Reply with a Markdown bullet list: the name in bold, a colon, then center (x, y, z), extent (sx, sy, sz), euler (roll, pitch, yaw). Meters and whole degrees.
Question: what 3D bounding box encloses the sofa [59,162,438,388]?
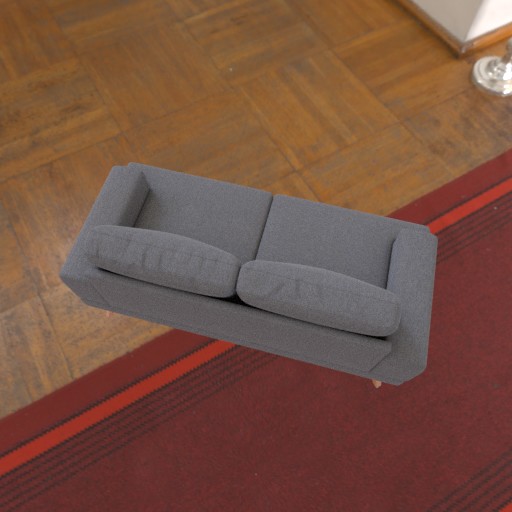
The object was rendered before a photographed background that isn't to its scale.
- **sofa**: center (0.000, 0.000, 2.161), extent (1.650, 0.810, 0.785), euler (13, 65, 6)
